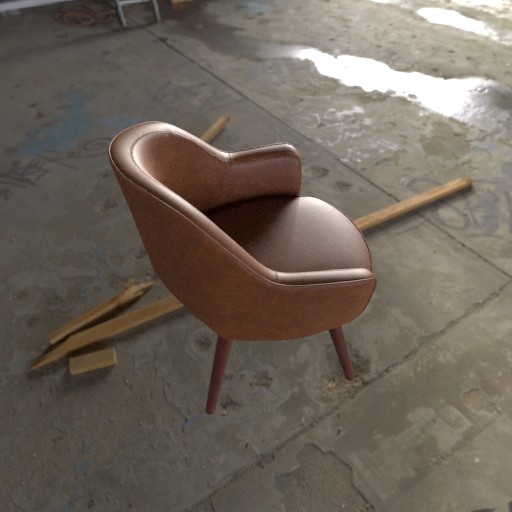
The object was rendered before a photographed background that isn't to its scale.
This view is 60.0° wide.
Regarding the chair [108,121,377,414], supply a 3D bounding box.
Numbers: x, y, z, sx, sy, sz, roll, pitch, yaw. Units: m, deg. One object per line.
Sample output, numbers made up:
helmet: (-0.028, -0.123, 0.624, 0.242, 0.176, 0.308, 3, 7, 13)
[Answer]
chair: (0.000, 0.000, 1.254, 0.640, 0.777, 0.591, -10, 46, -10)
